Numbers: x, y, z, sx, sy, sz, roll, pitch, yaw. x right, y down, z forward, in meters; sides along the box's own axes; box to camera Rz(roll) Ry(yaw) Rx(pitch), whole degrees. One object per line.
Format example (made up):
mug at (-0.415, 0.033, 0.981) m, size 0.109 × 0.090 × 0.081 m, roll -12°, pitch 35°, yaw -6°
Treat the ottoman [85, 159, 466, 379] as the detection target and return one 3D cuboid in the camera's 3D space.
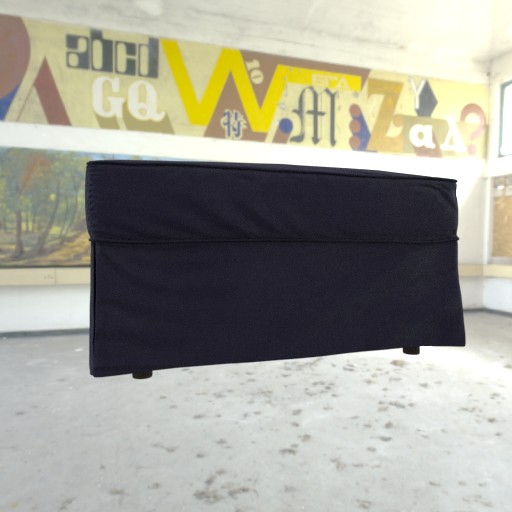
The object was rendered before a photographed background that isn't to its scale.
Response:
ottoman at (0.000, 0.000, 1.292) m, size 0.938 × 0.503 × 0.637 m, roll -1°, pitch 2°, yaw -17°
